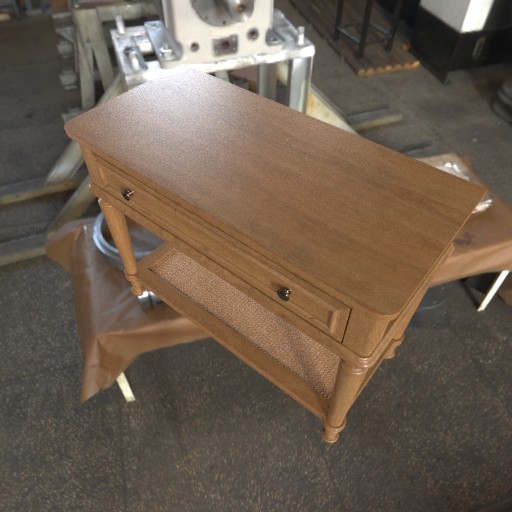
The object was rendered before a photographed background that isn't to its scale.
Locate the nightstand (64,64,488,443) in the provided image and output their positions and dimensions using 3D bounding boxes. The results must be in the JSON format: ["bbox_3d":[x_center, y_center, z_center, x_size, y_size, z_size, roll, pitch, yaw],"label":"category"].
[{"bbox_3d":[0.000,0.000,1.280,0.914,0.700,0.432,31,55,25],"label":"nightstand"}]
